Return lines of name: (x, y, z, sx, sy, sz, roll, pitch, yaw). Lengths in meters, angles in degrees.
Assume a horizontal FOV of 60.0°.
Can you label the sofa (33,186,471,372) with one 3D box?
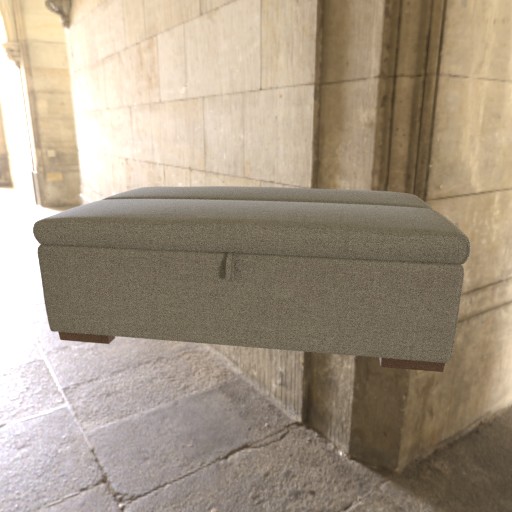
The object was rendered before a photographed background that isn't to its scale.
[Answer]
sofa: (0.000, 0.000, 1.633, 1.250, 0.434, 0.817, 3, 16, 9)
